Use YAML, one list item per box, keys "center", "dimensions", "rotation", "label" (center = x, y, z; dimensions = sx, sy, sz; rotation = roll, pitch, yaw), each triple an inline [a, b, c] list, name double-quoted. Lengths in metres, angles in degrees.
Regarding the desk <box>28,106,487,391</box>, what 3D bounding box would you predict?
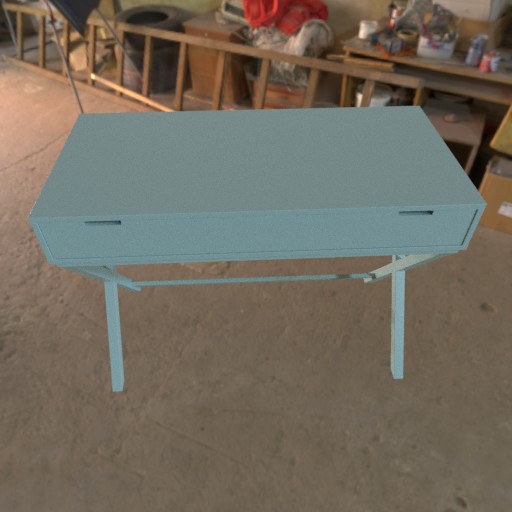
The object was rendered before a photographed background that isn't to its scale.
- center: [0.000, 0.000, 1.470]
  dimensions: [1.059, 0.780, 0.509]
  rotation: [-2, 44, -2]
  label: "desk"
